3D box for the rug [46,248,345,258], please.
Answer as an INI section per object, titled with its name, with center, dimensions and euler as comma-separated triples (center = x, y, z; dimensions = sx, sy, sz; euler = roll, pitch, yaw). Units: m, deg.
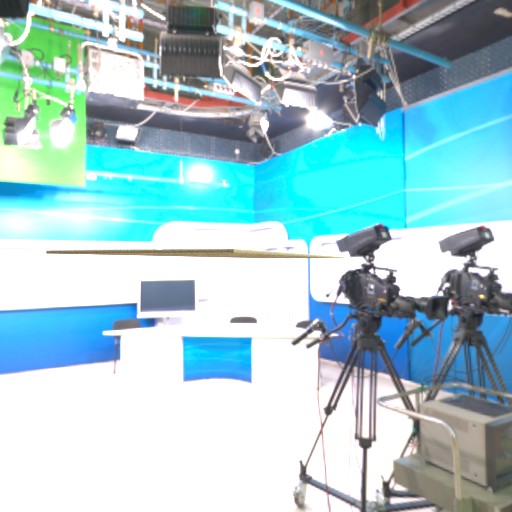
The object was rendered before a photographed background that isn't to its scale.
[rug]
center = 0.000, 0.000, 2.419
dimensions = 0.661, 0.013, 2.297
euler = 0, -1, 19
